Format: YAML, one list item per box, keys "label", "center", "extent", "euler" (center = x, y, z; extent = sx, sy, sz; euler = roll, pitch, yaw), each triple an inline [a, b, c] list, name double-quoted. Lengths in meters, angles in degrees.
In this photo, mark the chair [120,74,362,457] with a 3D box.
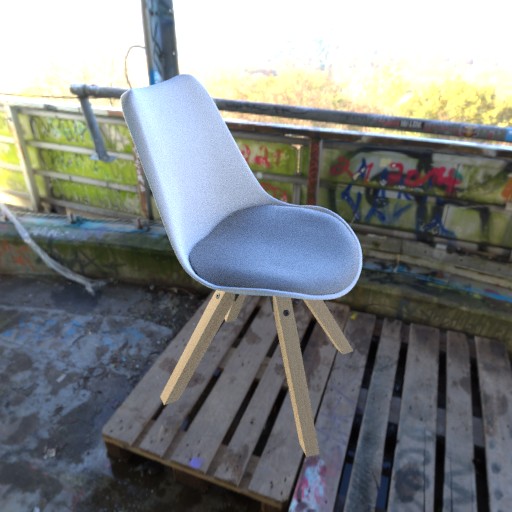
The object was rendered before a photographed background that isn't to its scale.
- label: "chair"
  center: [0.000, 0.000, 1.184]
  extent: [0.550, 0.850, 0.485]
  euler: [12, 33, 19]
